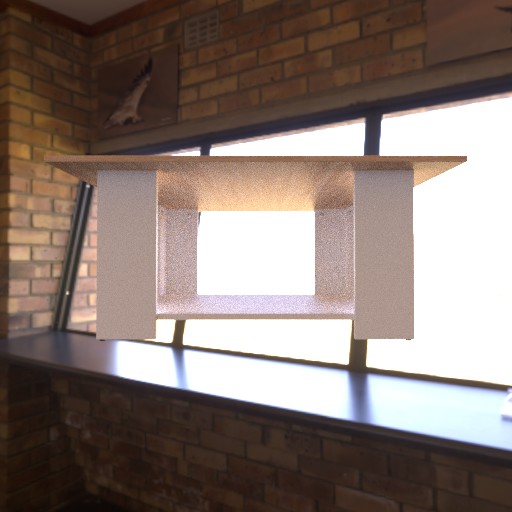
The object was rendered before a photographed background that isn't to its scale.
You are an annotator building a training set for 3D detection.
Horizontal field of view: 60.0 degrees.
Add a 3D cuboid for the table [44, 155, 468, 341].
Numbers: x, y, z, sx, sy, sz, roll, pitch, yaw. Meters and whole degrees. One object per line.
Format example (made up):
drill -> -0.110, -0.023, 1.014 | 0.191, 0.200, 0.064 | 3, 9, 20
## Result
table -> 0.000, 0.000, 1.032 | 0.670, 0.305, 0.670 | 0, -1, 0
